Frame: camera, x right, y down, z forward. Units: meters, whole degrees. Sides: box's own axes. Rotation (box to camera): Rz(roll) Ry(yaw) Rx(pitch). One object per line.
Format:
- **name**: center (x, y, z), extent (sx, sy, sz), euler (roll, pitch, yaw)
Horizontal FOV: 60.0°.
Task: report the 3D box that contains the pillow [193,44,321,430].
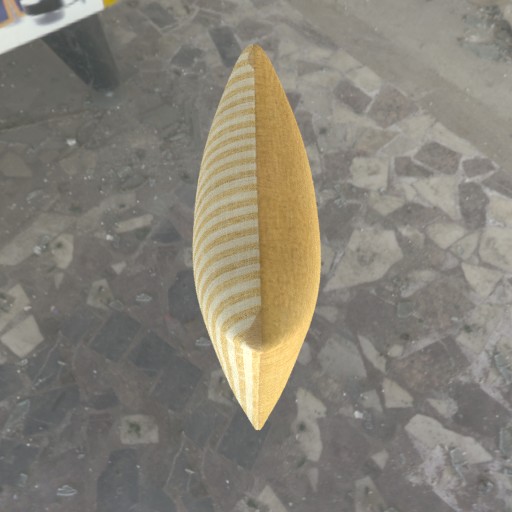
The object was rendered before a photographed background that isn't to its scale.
- **pillow**: center (0.000, 0.000, 0.647), extent (0.173, 0.407, 0.419), euler (-1, 60, -1)
